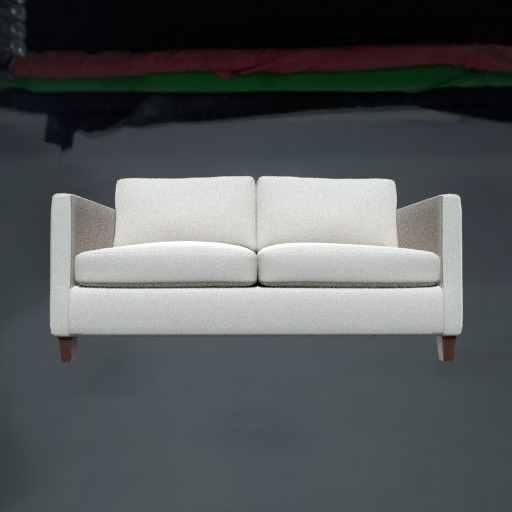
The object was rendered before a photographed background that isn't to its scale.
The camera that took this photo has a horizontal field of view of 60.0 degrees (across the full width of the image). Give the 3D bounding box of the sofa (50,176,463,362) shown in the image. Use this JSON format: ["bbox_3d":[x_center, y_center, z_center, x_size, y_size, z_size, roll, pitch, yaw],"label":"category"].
[{"bbox_3d":[0.000,0.000,2.234,1.722,0.888,0.873,0,-1,-1],"label":"sofa"}]
